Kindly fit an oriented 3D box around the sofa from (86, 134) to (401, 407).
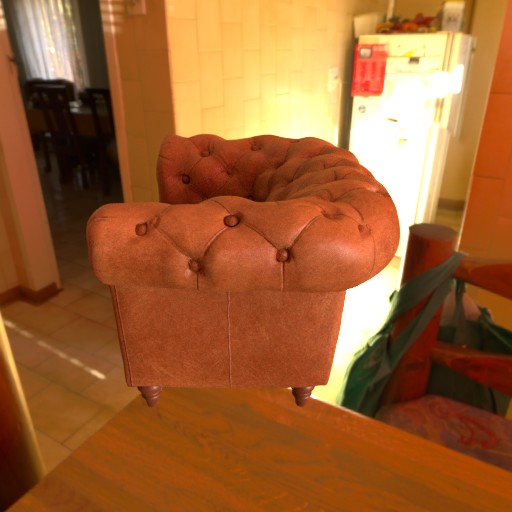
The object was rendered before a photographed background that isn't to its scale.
[{"bbox_3d":[0.000,0.000,1.968,1.033,0.878,1.405,0,25,0],"label":"sofa"}]
